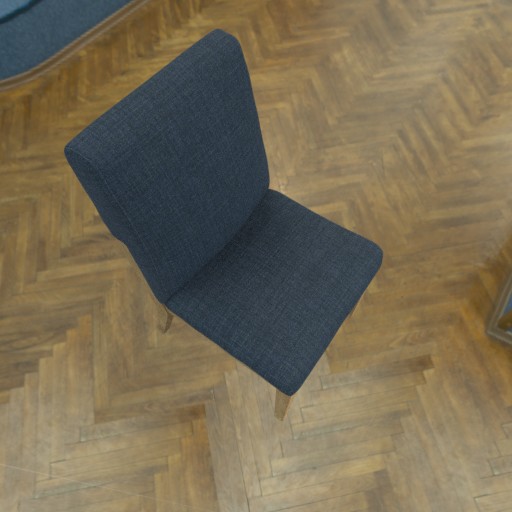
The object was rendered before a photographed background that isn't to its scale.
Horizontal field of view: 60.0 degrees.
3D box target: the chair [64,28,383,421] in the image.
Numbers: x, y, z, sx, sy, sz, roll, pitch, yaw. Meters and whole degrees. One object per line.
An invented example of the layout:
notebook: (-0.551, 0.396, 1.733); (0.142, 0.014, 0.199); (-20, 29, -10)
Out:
chair: (0.000, 0.000, 1.230); (0.586, 0.911, 0.507); (32, 64, 18)
